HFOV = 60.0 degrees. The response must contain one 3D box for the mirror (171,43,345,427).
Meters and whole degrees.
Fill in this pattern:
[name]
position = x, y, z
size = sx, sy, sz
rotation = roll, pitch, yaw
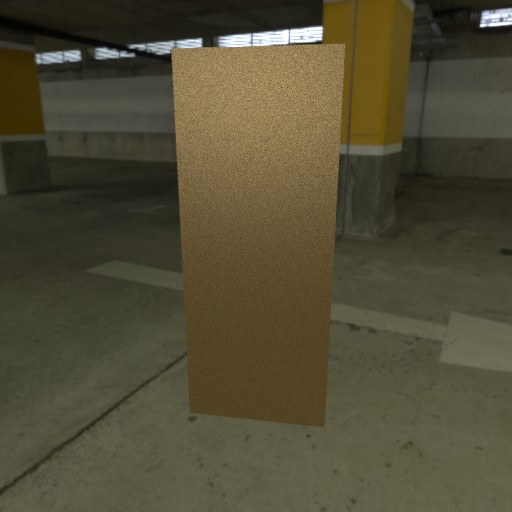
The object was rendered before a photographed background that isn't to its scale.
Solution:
[mirror]
position = 0.000, 0.000, 2.352
size = 0.812, 2.031, 0.025
rotation = 3, 17, 9
